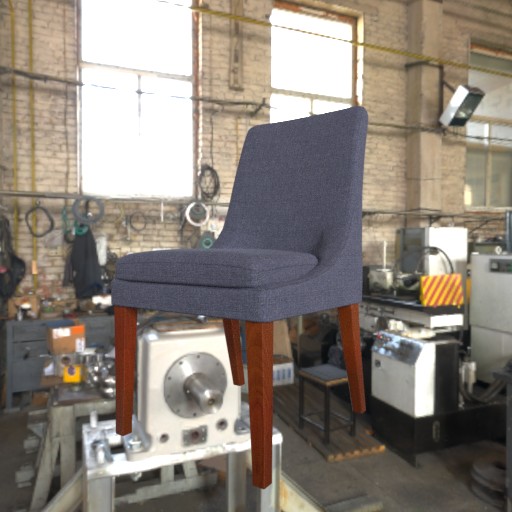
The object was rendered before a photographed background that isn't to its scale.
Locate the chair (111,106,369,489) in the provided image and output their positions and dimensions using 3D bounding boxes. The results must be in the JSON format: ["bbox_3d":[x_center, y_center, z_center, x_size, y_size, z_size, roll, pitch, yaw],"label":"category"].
[{"bbox_3d":[0.000,0.000,1.299,0.508,0.952,0.655,1,1,35],"label":"chair"}]
